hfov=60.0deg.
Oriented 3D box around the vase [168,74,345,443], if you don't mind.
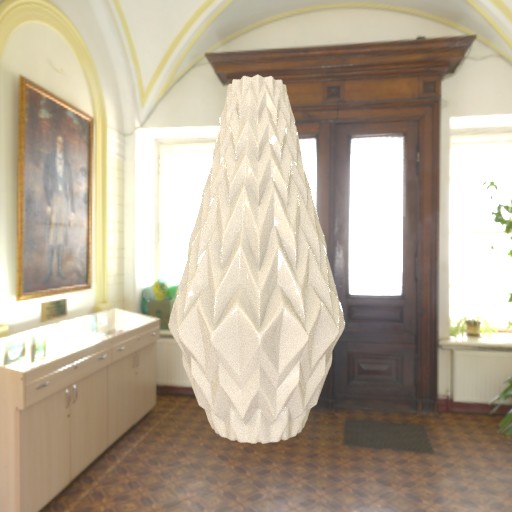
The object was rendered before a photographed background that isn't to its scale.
[{"bbox_3d":[0.000,0.000,0.427,0.167,0.328,0.167,0,0,0],"label":"vase"}]
